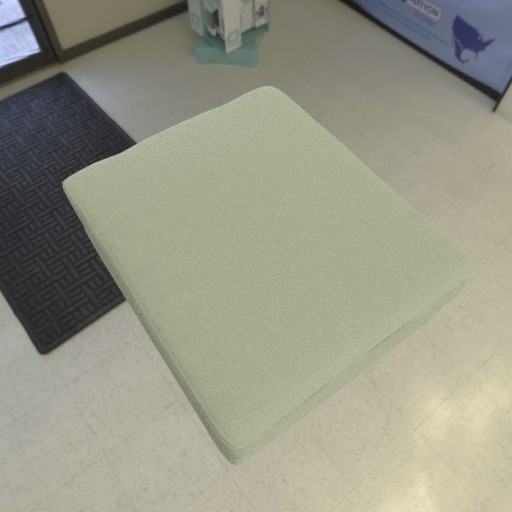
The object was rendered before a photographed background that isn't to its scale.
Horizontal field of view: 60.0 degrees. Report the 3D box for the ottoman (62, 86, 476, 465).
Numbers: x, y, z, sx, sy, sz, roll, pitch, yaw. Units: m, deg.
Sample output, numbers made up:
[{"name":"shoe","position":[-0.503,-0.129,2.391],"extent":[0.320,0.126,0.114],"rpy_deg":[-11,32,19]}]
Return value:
[{"name":"ottoman","position":[0.000,0.000,1.465],"extent":[0.842,0.494,0.991],"rpy_deg":[-31,63,-18]}]
